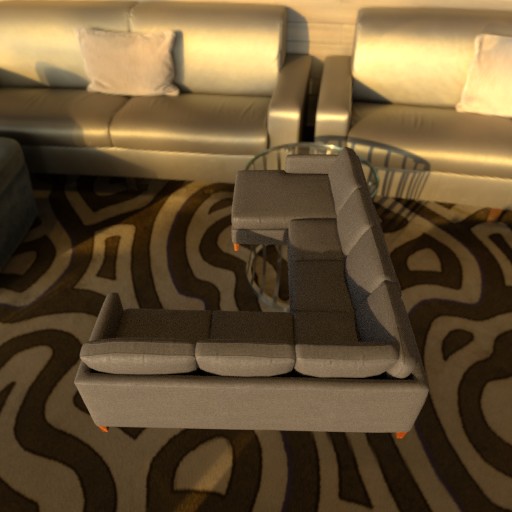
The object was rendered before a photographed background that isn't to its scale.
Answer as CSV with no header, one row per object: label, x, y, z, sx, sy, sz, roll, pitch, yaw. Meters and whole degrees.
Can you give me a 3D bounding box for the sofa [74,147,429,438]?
sofa,0.000,0.000,4.614,2.594,0.961,3.460,1,41,1
